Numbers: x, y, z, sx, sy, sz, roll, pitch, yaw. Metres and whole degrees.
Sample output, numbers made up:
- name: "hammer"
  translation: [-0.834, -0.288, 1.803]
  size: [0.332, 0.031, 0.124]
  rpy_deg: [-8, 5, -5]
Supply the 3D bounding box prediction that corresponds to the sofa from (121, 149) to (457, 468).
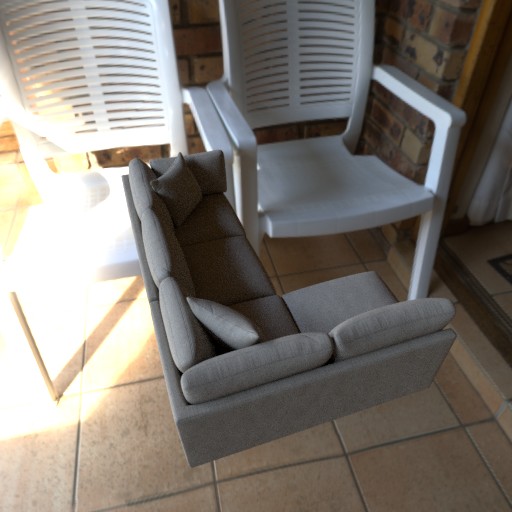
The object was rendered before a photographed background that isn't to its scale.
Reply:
- name: "sofa"
  translation: [0.000, 0.000, 3.971]
  size: [1.994, 0.978, 2.896]
  rpy_deg: [-13, 43, -14]
